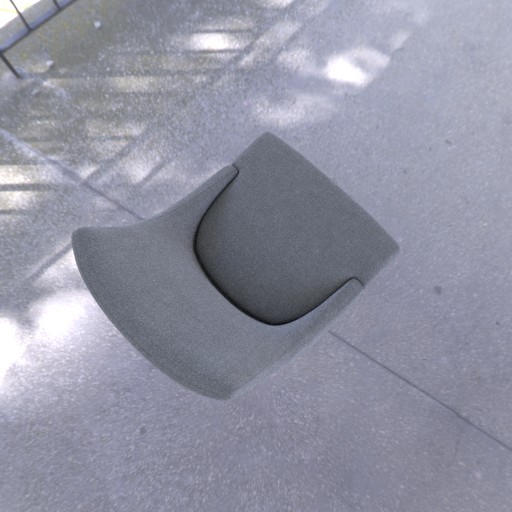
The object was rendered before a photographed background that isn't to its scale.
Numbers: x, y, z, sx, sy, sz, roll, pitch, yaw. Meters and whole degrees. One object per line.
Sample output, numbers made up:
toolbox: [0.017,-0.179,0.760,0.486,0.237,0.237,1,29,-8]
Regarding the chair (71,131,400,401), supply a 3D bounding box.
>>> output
chair: [0.000,0.000,1.506,0.701,0.909,0.861,44,79,11]
